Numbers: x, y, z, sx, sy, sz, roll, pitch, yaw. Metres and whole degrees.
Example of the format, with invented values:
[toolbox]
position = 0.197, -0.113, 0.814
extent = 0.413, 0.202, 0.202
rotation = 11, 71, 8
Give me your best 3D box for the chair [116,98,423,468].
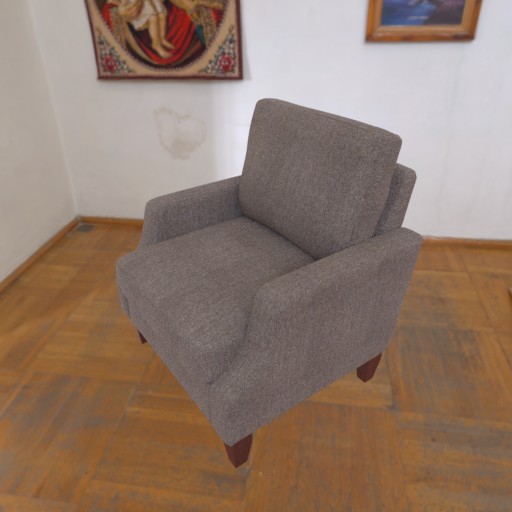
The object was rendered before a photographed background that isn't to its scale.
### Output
[chair]
position = 0.000, 0.000, 1.667
extent = 0.897, 0.993, 0.855
rotation = -21, 37, -31
